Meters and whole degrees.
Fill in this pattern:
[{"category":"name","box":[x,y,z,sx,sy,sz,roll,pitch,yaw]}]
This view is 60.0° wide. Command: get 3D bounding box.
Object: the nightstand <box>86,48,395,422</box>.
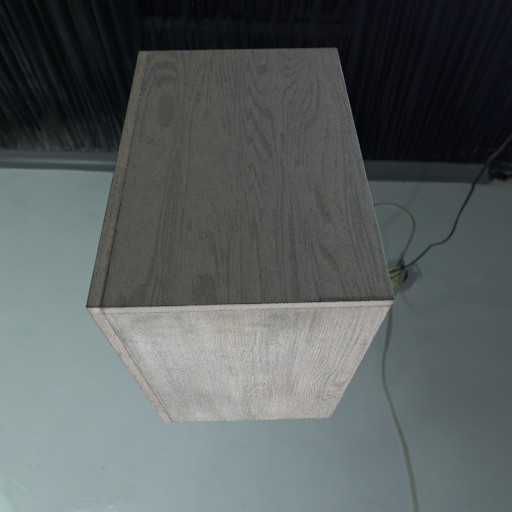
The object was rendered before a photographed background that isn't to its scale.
[{"category":"nightstand","box":[0.000,0.000,1.052,0.483,0.673,0.612,-1,56,-1]}]
